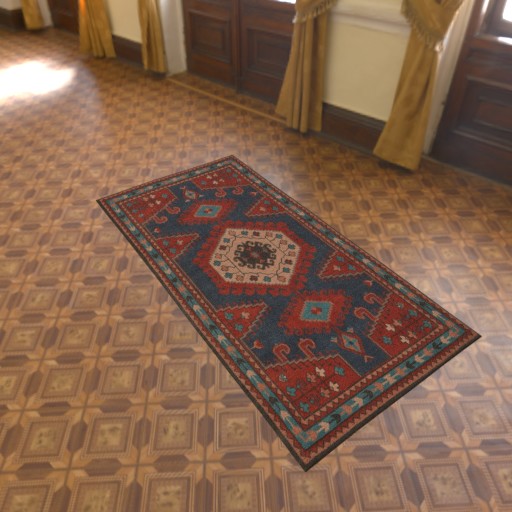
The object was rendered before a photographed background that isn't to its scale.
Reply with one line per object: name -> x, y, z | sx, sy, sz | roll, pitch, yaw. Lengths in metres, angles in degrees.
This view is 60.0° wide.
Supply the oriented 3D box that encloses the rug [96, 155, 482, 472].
rug -> 0.000, 0.000, 3.527 | 1.522, 0.034, 3.032 | -25, 47, -26
